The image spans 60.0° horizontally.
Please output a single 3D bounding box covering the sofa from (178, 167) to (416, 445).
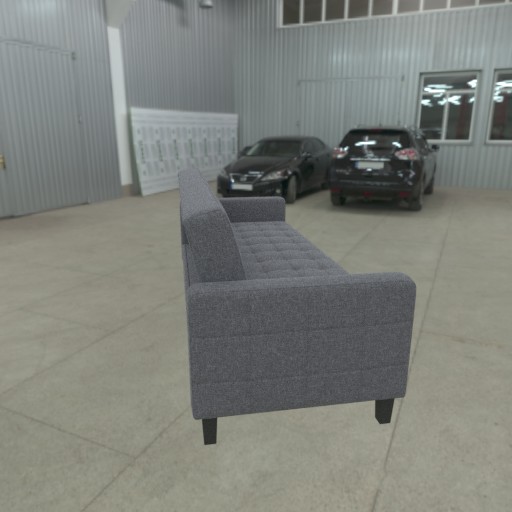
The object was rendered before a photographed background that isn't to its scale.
[{"bbox_3d":[0.000,0.000,2.458,0.810,0.850,2.040,-3,16,-10],"label":"sofa"}]
